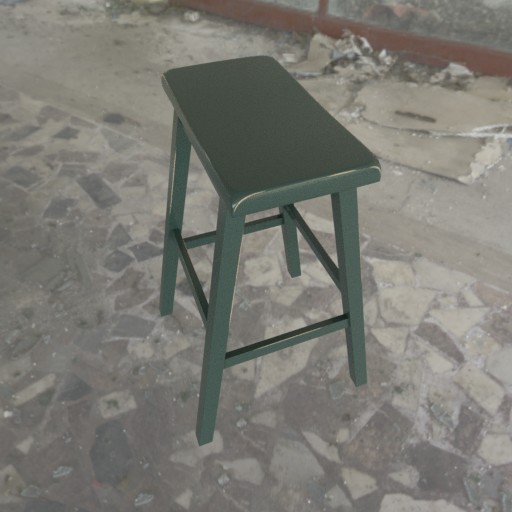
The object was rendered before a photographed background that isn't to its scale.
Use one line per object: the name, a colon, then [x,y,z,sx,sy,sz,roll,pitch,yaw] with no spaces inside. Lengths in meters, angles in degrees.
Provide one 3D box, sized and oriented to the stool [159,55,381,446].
stool: [0.000,0.000,1.039,0.476,0.737,0.457,-15,48,-15]
